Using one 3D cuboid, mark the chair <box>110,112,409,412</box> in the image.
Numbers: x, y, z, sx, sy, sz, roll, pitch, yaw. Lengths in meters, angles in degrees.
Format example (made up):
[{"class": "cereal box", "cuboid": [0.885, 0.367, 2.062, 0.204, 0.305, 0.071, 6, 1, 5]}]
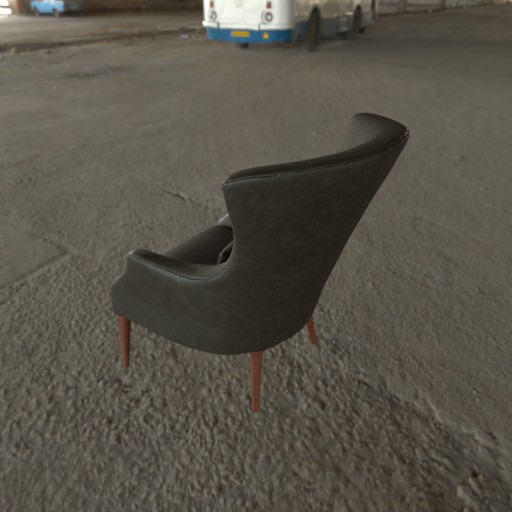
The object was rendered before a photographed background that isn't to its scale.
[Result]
[{"class": "chair", "cuboid": [0.000, 0.000, 1.716, 0.954, 1.068, 0.819, 20, 37, 29]}]
